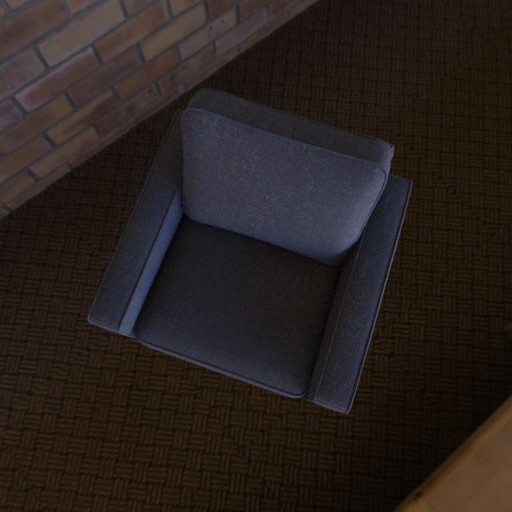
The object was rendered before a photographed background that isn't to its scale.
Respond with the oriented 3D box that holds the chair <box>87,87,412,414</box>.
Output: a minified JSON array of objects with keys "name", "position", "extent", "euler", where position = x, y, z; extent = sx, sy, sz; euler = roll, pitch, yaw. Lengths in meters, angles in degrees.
[{"name":"chair","position":[0.000,0.000,1.764],"extent":[1.017,0.919,0.940],"euler":[18,76,5]}]
